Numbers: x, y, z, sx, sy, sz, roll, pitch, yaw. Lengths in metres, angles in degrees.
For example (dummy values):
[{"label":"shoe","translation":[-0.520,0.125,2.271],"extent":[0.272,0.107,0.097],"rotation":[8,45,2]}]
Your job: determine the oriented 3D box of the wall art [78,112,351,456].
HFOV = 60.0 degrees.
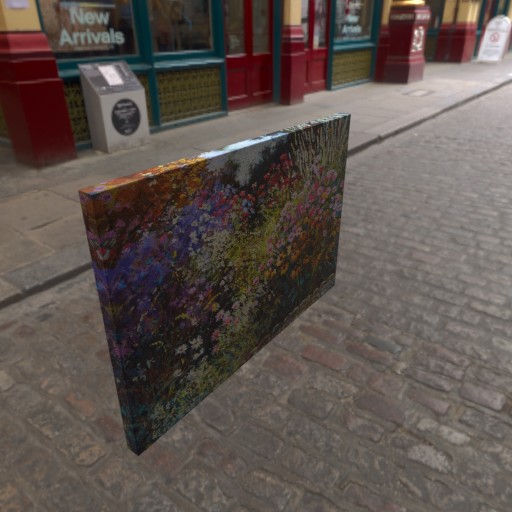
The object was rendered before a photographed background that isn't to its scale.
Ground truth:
[{"label":"wall art","translation":[0.000,0.000,1.167],"extent":[0.037,0.604,0.908],"rotation":[19,33,32]}]
